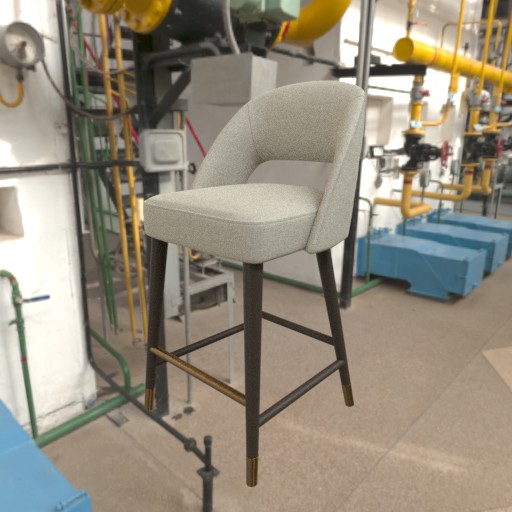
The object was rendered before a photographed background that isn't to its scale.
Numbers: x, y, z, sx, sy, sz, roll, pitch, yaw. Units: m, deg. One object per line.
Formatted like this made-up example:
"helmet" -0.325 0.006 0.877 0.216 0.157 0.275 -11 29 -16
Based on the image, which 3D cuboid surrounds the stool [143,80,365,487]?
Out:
"stool" 0.000 0.000 1.229 0.494 0.940 0.509 15 21 41
